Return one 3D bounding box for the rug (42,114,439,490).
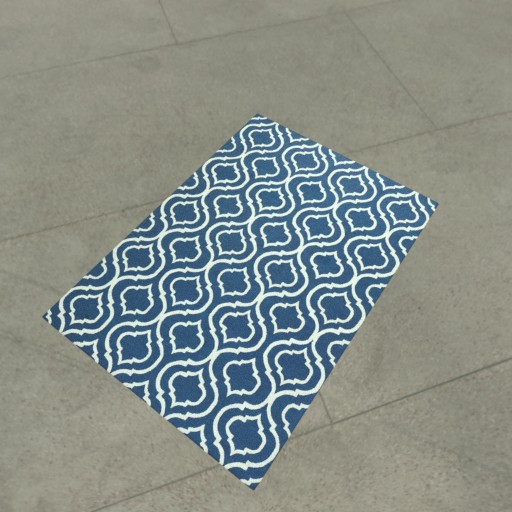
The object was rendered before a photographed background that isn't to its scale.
[{"bbox_3d":[0.000,0.000,2.788,1.524,0.010,2.134,32,64,18],"label":"rug"}]
